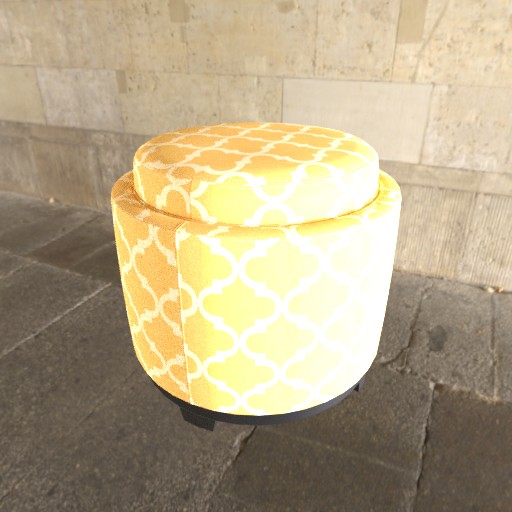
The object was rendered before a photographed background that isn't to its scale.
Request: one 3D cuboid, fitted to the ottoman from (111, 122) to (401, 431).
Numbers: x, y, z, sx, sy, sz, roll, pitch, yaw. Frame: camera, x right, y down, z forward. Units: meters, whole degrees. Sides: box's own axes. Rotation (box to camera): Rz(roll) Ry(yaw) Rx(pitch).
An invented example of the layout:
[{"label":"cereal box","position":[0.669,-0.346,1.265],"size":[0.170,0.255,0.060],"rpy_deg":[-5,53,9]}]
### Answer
[{"label":"ottoman","position":[0.000,0.000,0.815],"size":[0.480,0.429,0.480],"rpy_deg":[0,27,0]}]
